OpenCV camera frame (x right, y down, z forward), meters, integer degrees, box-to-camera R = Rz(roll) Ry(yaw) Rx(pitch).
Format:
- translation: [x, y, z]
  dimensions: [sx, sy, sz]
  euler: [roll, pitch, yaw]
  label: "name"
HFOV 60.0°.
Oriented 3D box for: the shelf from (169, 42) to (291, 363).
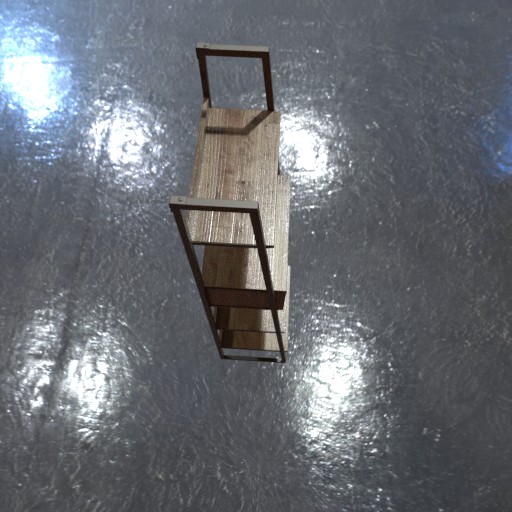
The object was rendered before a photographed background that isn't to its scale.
- translation: [0.000, 0.000, 2.282]
  dimensions: [0.454, 2.005, 0.652]
  euler: [3, 65, 2]
  label: "shelf"
